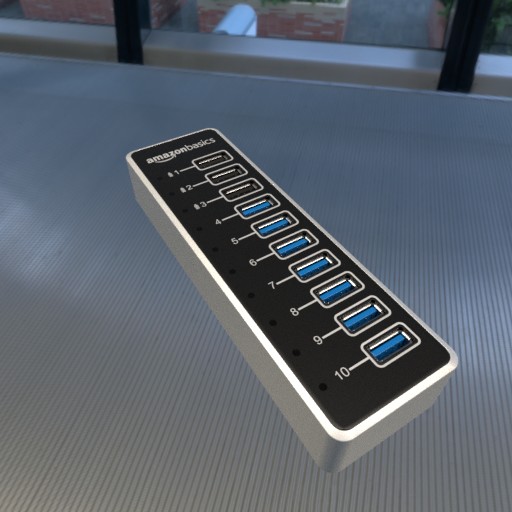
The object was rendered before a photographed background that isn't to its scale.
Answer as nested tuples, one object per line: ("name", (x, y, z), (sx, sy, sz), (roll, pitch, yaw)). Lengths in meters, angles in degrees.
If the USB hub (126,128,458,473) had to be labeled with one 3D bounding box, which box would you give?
("USB hub", (0.000, 0.000, 0.162), (0.044, 0.023, 0.145), (-24, 51, -21))
